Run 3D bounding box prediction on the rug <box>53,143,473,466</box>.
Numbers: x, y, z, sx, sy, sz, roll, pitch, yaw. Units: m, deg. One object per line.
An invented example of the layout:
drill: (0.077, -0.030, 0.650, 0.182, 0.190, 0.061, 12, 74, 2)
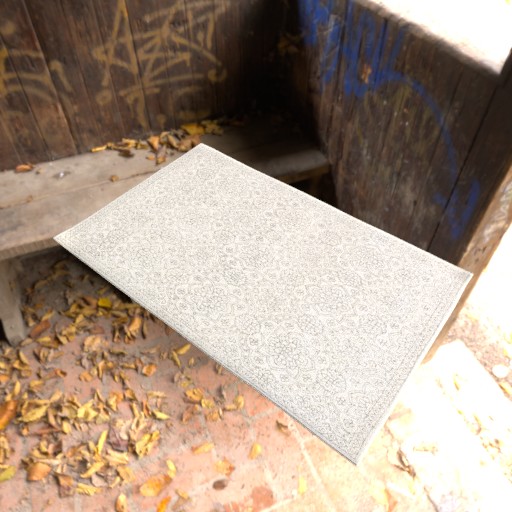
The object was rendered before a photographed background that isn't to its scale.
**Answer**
rug: (0.000, 0.000, 2.397, 1.947, 0.023, 1.214, 30, 55, 25)
